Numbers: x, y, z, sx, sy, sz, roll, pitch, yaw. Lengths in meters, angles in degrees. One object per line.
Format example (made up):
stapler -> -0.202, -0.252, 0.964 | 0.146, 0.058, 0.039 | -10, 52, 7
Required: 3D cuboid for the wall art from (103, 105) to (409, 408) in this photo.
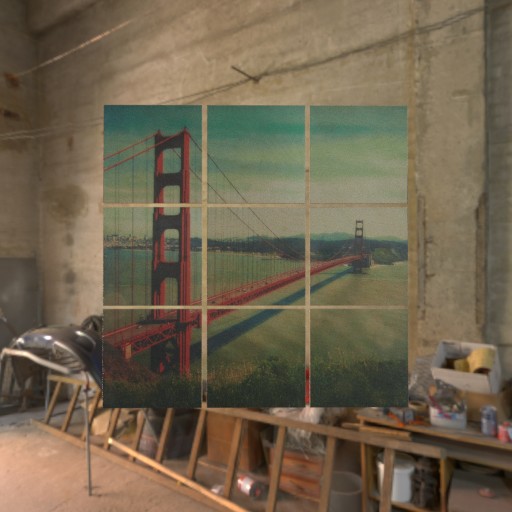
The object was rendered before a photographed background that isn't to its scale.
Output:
wall art -> 0.000, 0.000, 2.215 | 1.519, 1.507, 0.014 | 0, -1, -1
